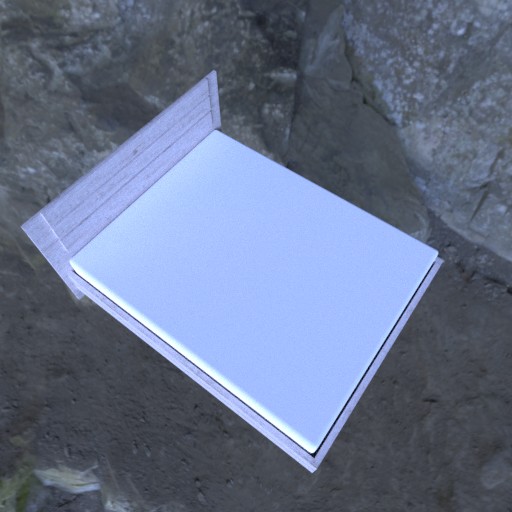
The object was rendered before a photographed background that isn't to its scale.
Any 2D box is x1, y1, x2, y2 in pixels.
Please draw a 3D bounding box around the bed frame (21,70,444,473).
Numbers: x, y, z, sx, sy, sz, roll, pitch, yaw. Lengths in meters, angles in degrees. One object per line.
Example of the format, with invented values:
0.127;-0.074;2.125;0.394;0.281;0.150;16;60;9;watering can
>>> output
0.000;0.000;2.997;2.080;0.970;1.750;32;64;18;bed frame
